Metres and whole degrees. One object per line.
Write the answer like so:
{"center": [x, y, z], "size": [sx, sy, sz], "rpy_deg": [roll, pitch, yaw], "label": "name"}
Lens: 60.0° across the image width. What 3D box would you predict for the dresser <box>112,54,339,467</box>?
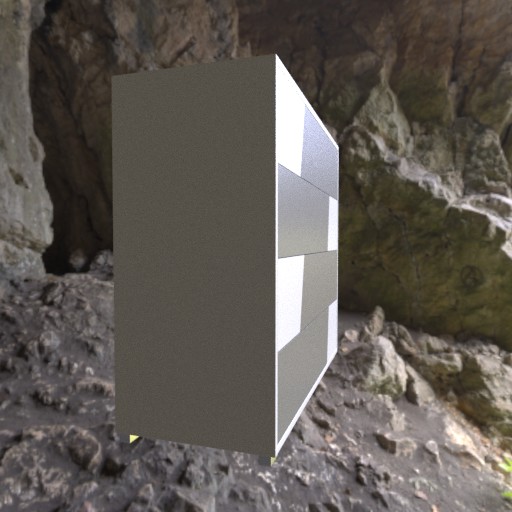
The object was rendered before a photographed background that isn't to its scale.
{"center": [0.000, 0.000, 1.659], "size": [0.460, 1.000, 1.100], "rpy_deg": [1, 2, 18], "label": "dresser"}
